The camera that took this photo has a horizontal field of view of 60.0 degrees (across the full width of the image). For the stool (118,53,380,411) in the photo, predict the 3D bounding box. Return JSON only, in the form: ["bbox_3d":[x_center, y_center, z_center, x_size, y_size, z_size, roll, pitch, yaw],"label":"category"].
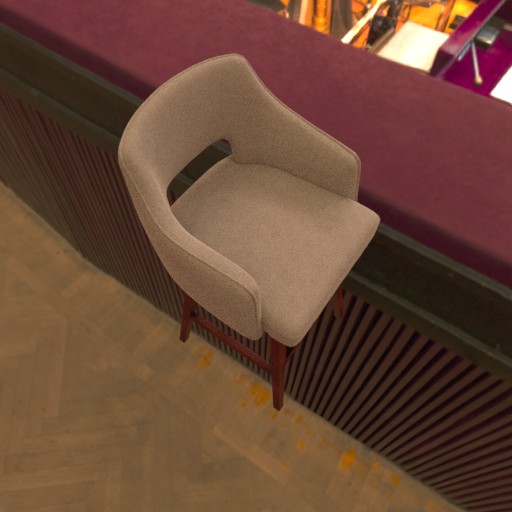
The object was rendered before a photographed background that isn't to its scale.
[{"bbox_3d":[0.000,0.000,1.372,0.558,1.012,0.548,31,63,18],"label":"stool"}]
